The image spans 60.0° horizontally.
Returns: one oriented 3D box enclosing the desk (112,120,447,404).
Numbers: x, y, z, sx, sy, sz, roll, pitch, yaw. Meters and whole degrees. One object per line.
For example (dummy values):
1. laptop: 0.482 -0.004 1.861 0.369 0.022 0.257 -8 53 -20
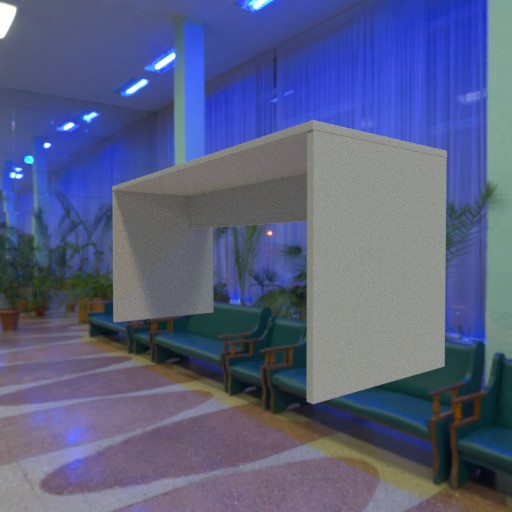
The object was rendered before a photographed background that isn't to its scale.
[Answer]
1. desk: 0.000 0.000 2.050 0.802 0.750 1.600 -1 2 -36
